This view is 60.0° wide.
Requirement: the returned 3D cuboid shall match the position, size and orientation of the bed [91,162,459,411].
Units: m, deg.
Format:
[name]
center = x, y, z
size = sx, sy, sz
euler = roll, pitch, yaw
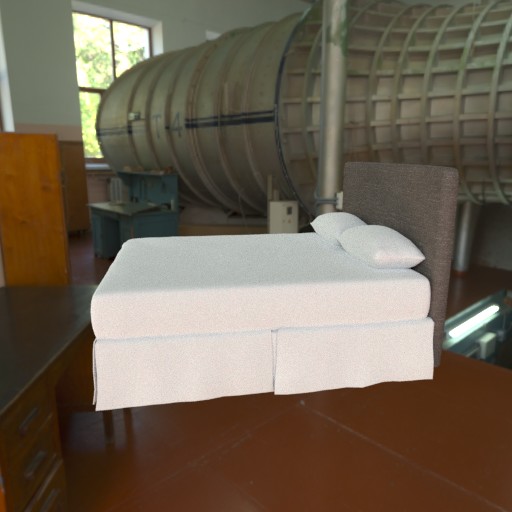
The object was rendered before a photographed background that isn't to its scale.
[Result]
[bed]
center = 0.000, 0.000, 3.264
size = 2.142, 1.330, 1.723
euler = -2, 13, -9
